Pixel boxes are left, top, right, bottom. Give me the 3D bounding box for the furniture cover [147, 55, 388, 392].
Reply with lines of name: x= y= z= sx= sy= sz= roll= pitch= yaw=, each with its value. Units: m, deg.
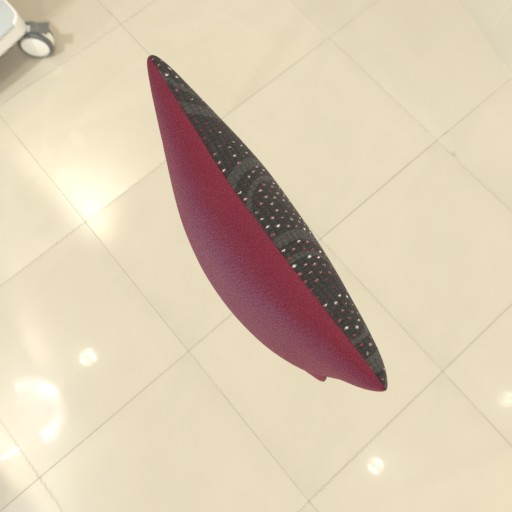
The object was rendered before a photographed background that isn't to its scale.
furniture cover: x=0.000 y=0.000 z=0.815 sx=0.193 sy=0.509 sz=0.552 roll=-33 pitch=78 yaw=-8
